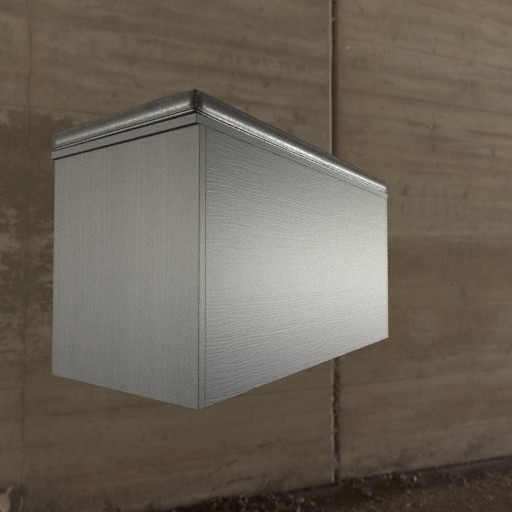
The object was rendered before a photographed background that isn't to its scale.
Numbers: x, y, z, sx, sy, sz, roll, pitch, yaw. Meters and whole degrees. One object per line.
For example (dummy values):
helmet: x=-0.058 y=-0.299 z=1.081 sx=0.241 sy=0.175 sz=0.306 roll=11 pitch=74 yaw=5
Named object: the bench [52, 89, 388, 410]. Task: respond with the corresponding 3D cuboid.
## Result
bench: x=0.000 y=0.000 z=1.161 sx=0.401 sy=0.501 sz=0.905 roll=-1 pitch=-2 yaw=35
